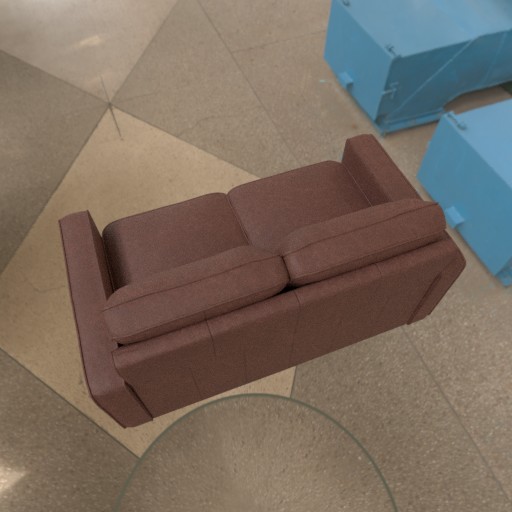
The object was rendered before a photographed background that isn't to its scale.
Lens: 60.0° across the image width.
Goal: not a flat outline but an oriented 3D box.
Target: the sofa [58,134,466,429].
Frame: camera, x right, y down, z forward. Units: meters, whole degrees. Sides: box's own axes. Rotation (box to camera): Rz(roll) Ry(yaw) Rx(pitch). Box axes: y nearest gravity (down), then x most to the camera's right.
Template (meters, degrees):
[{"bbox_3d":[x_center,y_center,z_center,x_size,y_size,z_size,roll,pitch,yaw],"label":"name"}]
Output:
[{"bbox_3d":[0.000,0.000,2.172,1.709,0.918,0.947,-18,59,-11],"label":"sofa"}]
